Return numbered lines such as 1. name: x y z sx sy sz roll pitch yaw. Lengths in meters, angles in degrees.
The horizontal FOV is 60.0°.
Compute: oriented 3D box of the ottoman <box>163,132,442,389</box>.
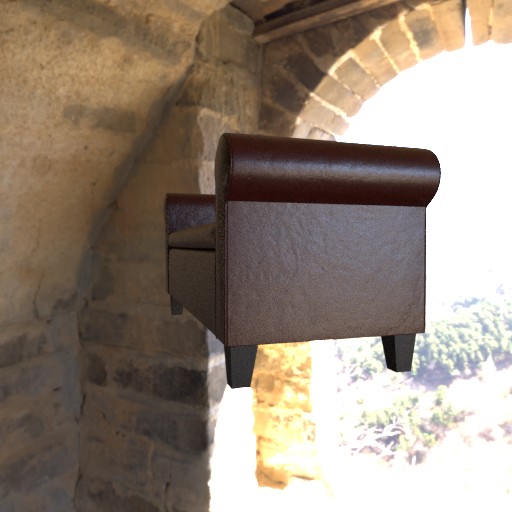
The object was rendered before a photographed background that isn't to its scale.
1. ottoman: 0.000 0.000 1.545 0.521 0.547 1.256 0 1 -17
